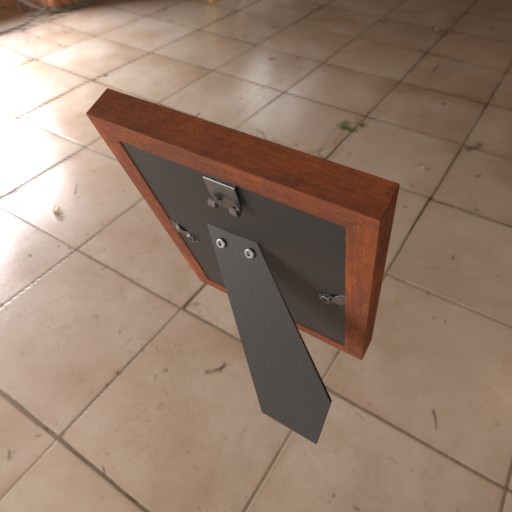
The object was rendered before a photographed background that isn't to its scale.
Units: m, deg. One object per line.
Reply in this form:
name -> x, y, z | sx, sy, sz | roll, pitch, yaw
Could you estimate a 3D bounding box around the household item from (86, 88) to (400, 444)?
household item -> 0.000, 0.000, 0.290 | 0.160, 0.204, 0.096 | 24, 50, 22
